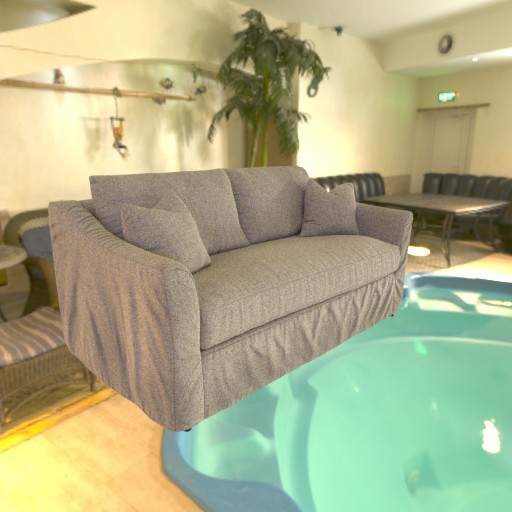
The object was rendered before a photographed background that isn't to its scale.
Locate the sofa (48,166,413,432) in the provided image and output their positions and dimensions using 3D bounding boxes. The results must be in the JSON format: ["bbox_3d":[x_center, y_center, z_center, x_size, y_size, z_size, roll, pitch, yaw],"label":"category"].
[{"bbox_3d":[0.000,0.000,2.676,1.072,1.018,2.010,14,20,43],"label":"sofa"}]
